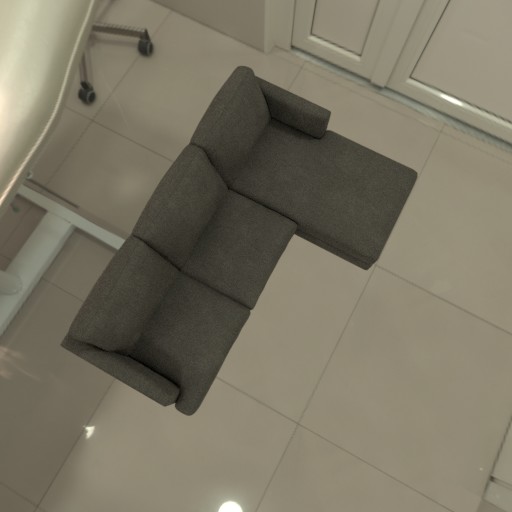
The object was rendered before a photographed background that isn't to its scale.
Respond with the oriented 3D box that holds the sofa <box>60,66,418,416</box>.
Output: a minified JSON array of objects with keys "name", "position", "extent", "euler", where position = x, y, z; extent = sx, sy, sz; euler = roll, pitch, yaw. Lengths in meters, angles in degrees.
[{"name":"sofa","position":[0.000,0.000,3.029],"extent":[1.504,0.956,2.233],"euler":[28,77,7]}]
